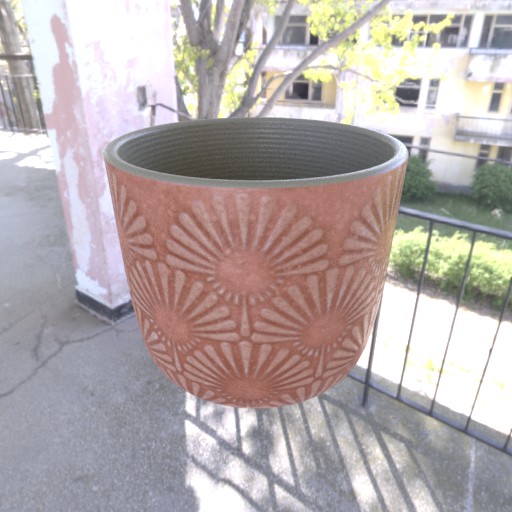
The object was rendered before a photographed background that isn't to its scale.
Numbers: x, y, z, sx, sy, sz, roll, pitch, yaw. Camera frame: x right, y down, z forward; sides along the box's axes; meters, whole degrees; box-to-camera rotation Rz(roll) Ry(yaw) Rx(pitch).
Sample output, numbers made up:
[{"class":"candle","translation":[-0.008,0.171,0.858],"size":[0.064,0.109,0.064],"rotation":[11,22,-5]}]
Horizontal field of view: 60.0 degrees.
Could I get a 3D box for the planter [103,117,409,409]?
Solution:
[{"class":"planter","translation":[0.000,0.000,0.211],"size":[0.124,0.109,0.124],"rotation":[0,26,0]}]
